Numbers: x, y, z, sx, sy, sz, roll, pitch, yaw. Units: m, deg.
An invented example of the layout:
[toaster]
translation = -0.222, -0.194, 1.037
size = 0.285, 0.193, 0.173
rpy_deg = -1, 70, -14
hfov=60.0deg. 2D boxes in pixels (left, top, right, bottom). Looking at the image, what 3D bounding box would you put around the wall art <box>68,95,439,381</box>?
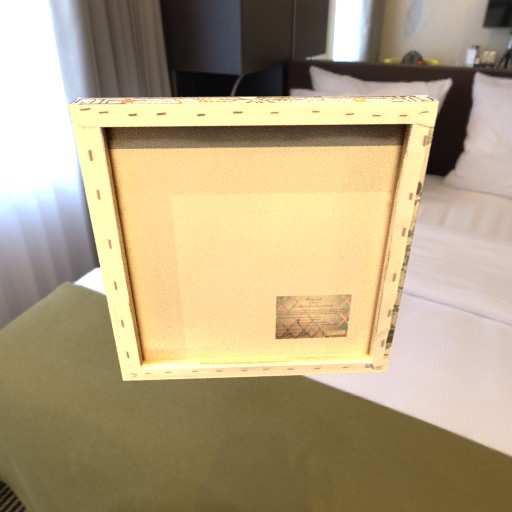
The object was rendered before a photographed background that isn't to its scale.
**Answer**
[wall art]
translation = 0.000, 0.000, 0.606
size = 0.411, 0.410, 0.038
rpy_deg = -1, 29, -2
